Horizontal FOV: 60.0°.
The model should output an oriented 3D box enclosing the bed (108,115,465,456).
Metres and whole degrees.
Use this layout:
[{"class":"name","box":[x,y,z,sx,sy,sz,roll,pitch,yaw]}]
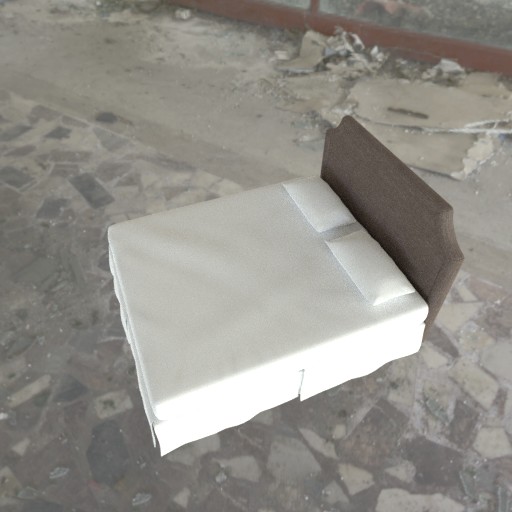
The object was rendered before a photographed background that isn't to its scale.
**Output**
[{"class":"bed","box":[0.000,0.000,4.264,2.773,1.590,2.350,-16,48,-15]}]
